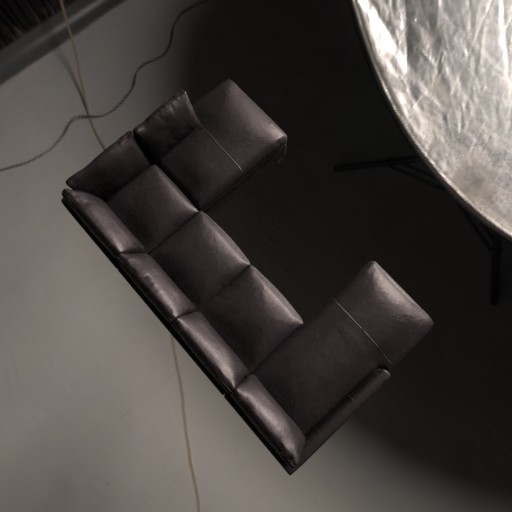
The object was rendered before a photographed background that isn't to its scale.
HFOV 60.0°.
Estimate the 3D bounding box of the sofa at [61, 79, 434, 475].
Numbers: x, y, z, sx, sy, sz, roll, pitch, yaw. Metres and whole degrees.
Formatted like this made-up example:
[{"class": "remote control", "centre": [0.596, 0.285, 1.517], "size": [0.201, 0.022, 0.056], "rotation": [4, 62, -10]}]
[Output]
[{"class": "sofa", "centre": [0.000, 0.000, 3.890], "size": [1.939, 0.900, 2.956], "rotation": [-41, 80, -9]}]
